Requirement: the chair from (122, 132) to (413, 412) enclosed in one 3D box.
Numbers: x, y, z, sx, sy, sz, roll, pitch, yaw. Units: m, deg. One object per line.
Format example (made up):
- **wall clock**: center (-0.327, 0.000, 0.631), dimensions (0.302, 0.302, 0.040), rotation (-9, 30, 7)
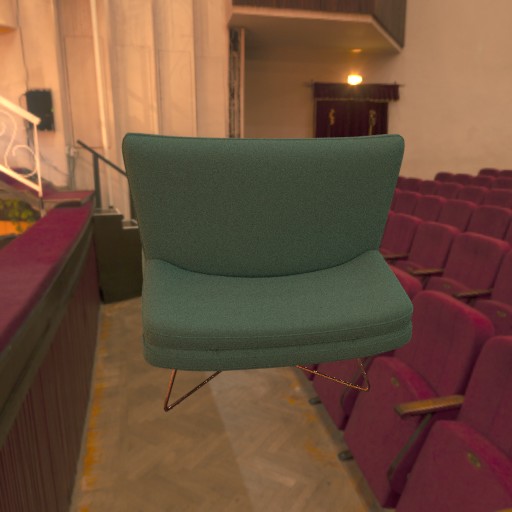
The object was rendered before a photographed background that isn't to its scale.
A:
- **chair**: center (0.000, 0.000, 1.624), dimensions (0.859, 0.855, 1.008), rotation (-2, 14, -10)
